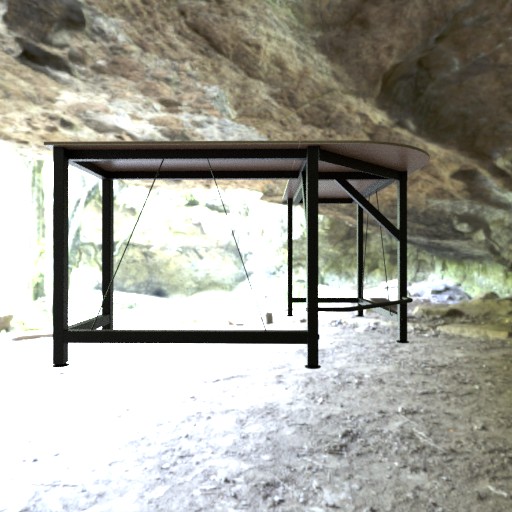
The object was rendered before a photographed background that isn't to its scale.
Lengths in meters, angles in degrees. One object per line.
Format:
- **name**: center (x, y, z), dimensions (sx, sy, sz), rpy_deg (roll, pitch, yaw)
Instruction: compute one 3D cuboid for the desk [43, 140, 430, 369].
- **desk**: center (0.000, 0.000, 2.172), dimensions (1.400, 0.762, 1.400), rpy_deg (0, 0, 1)
